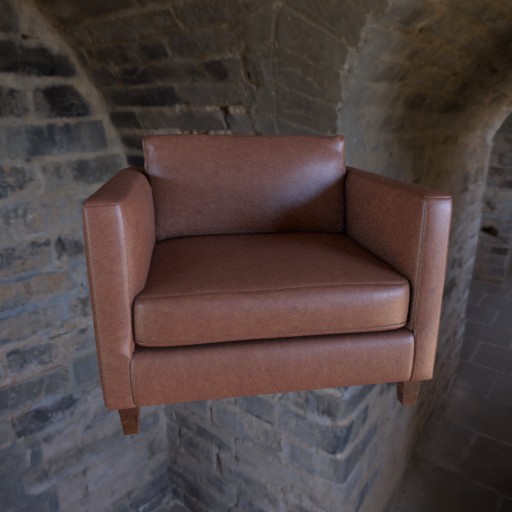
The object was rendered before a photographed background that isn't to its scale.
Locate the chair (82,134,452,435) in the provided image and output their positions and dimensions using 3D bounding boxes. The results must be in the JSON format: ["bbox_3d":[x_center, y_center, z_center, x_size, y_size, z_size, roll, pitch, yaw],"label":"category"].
[{"bbox_3d":[0.000,0.000,1.745,1.107,0.917,0.959,-3,17,-9],"label":"chair"}]
